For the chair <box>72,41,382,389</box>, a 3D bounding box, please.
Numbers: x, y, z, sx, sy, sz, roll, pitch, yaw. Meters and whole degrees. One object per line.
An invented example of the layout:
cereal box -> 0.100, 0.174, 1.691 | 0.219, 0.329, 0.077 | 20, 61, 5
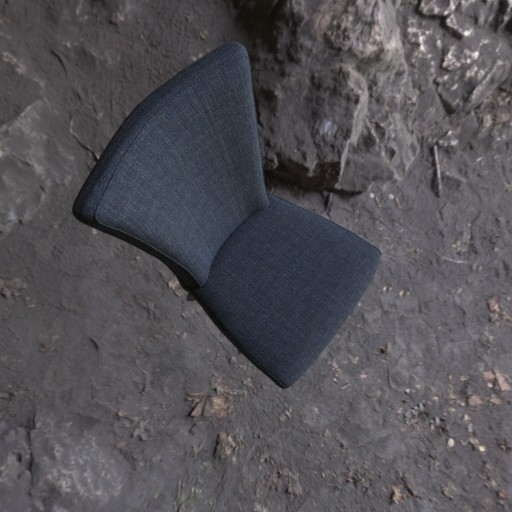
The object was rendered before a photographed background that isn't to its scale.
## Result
chair -> 0.000, 0.000, 1.339 | 0.660, 0.991, 0.520 | 37, 77, 10
